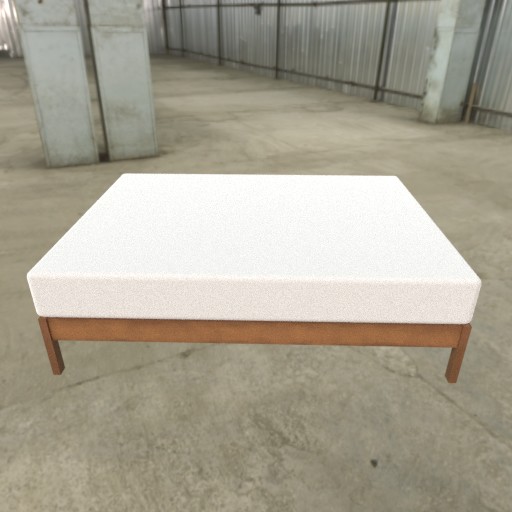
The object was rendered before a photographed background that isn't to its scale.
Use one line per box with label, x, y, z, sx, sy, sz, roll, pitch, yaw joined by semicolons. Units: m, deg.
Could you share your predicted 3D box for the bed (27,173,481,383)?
bed;0.000;0.000;2.770;2.050;0.593;1.529;1;28;1
